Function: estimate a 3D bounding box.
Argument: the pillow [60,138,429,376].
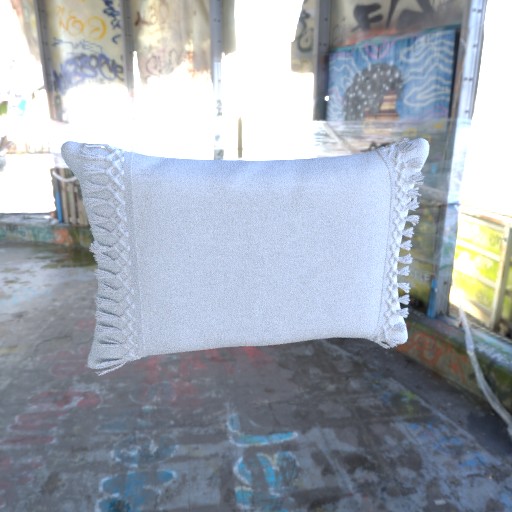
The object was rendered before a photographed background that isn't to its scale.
[{"bbox_3d":[0.000,0.000,0.594,0.466,0.305,0.084,-2,16,-8],"label":"pillow"}]
